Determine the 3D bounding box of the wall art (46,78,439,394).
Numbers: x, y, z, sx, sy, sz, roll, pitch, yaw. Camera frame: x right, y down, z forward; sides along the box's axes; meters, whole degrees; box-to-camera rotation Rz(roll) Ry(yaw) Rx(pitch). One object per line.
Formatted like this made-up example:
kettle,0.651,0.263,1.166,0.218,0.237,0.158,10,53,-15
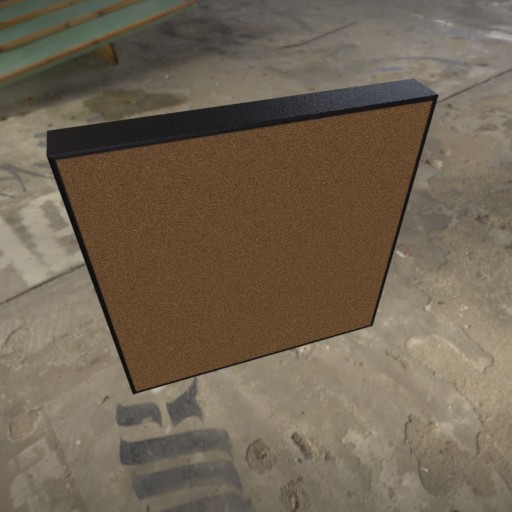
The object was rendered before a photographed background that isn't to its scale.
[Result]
wall art,0.000,0.000,0.443,0.304,0.303,0.037,-13,44,-14
